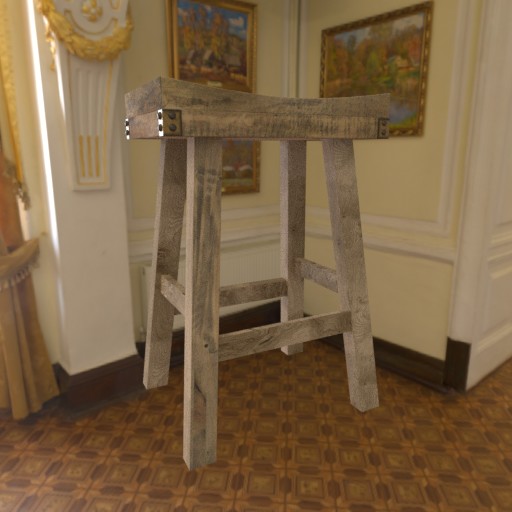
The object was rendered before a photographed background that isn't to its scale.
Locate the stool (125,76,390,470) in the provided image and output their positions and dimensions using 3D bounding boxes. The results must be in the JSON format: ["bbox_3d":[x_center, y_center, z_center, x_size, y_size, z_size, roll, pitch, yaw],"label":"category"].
[{"bbox_3d":[0.000,0.000,0.918,0.450,0.635,0.330,-7,15,-27],"label":"stool"}]
